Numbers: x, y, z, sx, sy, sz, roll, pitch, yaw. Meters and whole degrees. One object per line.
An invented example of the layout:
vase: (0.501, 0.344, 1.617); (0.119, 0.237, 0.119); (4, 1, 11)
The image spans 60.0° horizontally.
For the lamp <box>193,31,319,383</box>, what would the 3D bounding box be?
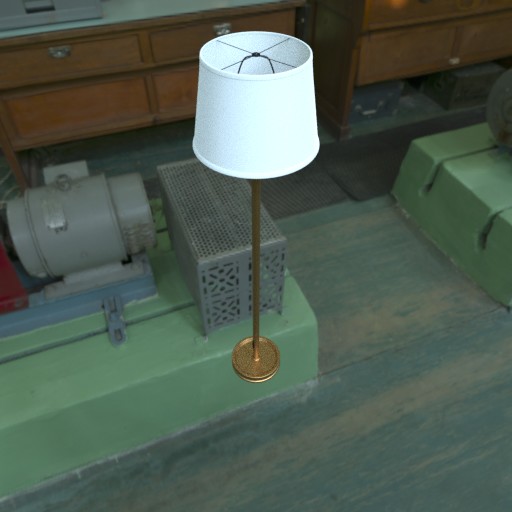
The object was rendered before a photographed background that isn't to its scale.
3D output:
lamp: (0.000, 0.000, 0.793); (0.178, 0.710, 0.178); (0, 46, 0)
